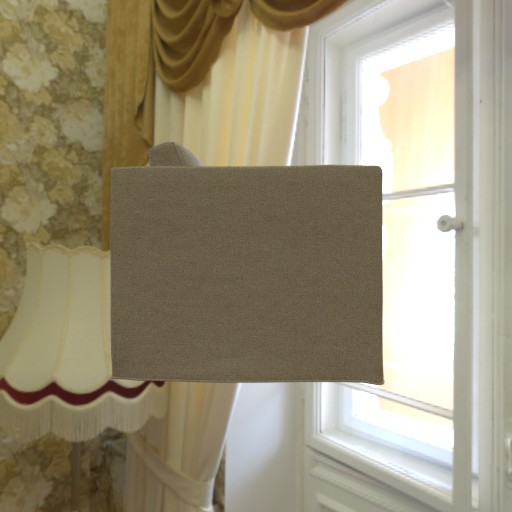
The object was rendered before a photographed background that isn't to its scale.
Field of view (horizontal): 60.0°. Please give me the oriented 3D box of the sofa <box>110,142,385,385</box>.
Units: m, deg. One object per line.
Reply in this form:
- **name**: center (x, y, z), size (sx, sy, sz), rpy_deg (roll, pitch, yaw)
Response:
- **sofa**: center (0.000, 0.000, 2.443), size (0.956, 0.847, 1.987), rpy_deg (0, 0, 1)
